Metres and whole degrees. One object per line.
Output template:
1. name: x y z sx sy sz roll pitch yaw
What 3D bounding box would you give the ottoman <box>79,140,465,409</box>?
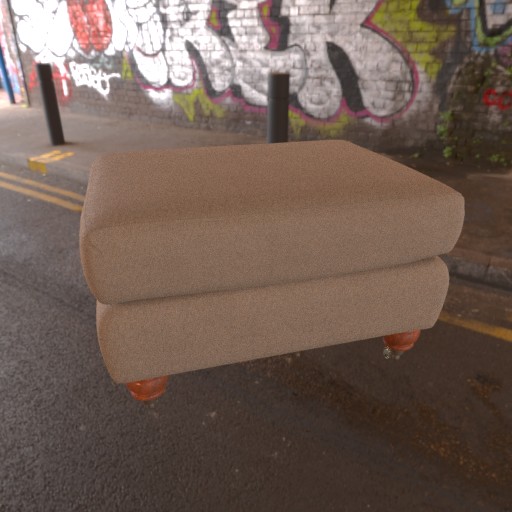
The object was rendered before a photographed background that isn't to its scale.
1. ottoman: 0.000 0.000 1.127 0.773 0.504 0.569 -7 27 -14
